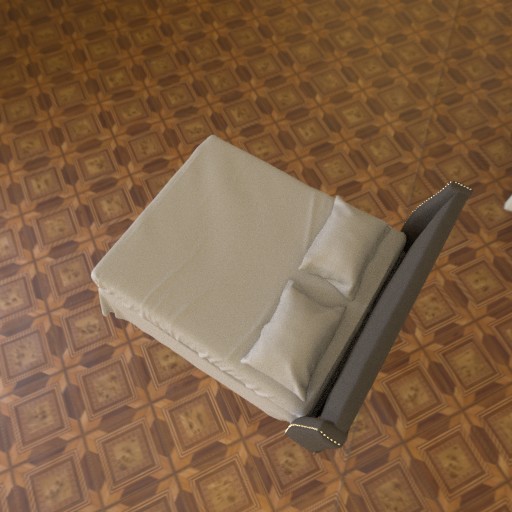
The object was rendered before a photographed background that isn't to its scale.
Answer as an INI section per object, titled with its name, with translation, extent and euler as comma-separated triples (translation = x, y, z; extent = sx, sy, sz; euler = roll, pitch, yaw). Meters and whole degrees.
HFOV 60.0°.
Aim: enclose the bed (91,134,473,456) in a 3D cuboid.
[bed]
translation = 0.000, 0.000, 3.460
extent = 2.276, 1.332, 1.925
euler = 30, 68, 13
